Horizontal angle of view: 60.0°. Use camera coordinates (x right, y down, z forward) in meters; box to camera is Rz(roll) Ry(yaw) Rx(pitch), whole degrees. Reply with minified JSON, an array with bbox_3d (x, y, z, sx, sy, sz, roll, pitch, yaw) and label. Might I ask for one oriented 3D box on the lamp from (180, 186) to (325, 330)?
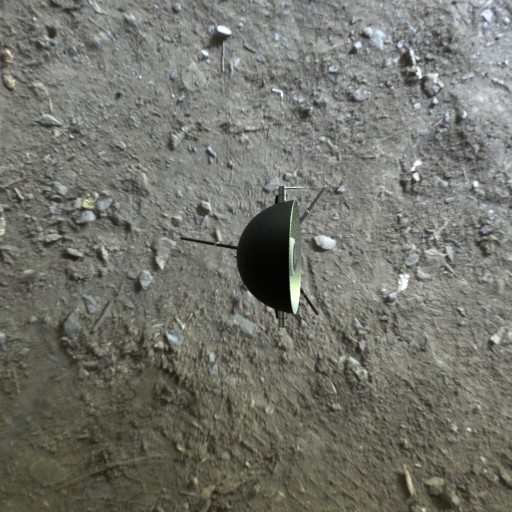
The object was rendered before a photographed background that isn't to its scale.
[{"bbox_3d":[0.000,0.000,2.071,0.920,1.512,0.817,0,92,-2],"label":"lamp"}]
